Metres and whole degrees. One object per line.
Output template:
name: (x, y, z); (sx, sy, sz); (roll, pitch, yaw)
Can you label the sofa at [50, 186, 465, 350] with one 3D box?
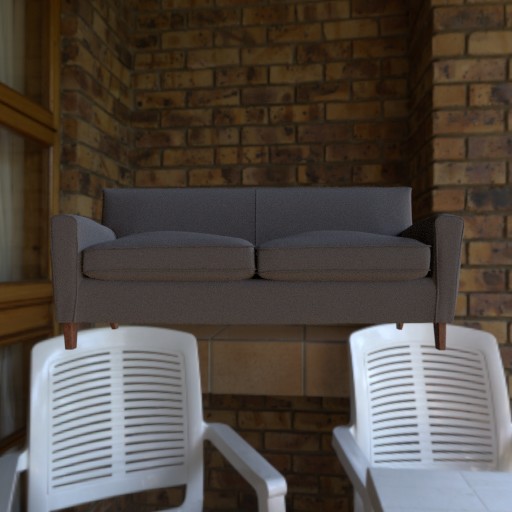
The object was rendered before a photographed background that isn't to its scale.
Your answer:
sofa: (0.000, 0.000, 2.473); (2.002, 0.907, 0.843); (0, -1, 0)
